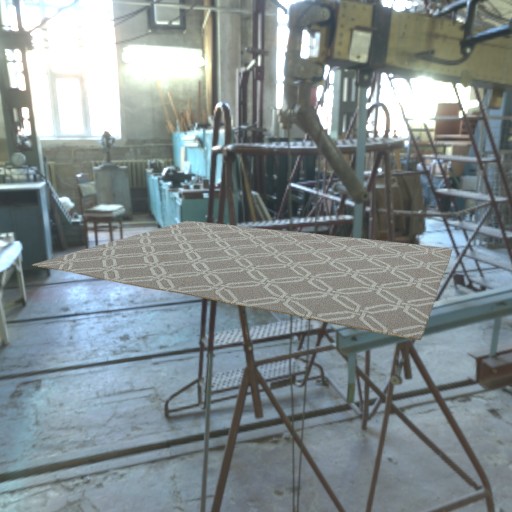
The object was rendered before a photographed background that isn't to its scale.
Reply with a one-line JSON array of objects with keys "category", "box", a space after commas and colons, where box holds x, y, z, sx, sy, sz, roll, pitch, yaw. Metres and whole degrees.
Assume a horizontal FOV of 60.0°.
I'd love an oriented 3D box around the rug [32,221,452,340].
[{"category": "rug", "box": [0.000, 0.000, 2.725, 2.135, 0.013, 1.524, 8, 17, 26]}]
